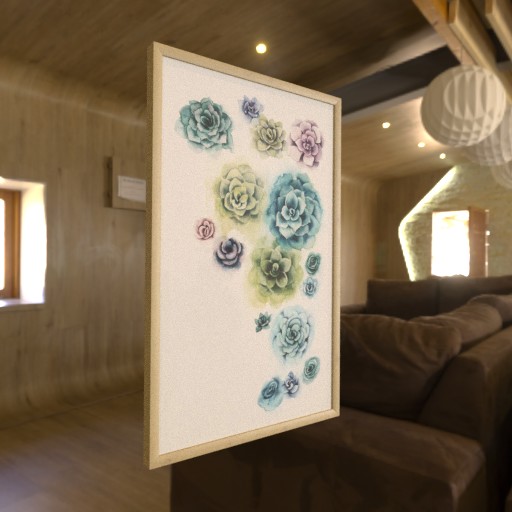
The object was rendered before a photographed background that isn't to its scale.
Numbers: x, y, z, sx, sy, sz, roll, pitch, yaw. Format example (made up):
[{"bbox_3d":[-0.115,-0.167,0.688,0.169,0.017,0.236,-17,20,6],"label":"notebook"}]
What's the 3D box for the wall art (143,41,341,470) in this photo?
[{"bbox_3d":[0.000,0.000,0.997,0.510,0.810,0.039,1,-1,-36],"label":"wall art"}]
